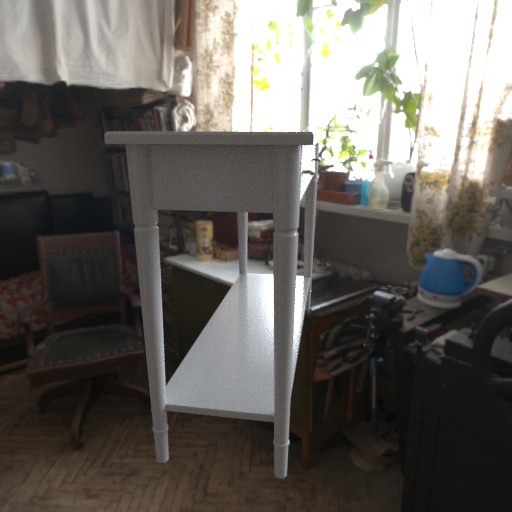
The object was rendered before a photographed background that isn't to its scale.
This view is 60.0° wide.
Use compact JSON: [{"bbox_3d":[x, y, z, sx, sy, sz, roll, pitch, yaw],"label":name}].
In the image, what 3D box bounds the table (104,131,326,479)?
[{"bbox_3d":[0.000,0.000,1.385,0.381,0.749,1.067,3,16,9],"label":"table"}]
